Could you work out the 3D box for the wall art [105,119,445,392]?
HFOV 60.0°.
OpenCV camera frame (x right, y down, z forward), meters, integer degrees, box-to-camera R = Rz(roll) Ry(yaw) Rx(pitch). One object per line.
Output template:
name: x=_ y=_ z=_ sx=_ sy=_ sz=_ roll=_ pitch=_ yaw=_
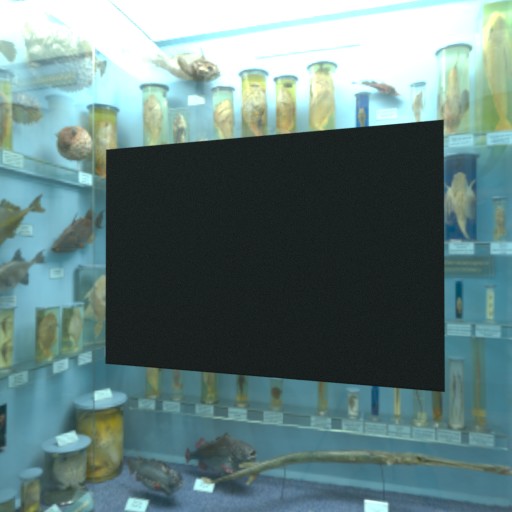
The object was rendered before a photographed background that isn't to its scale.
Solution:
wall art: x=0.000 y=0.000 z=1.223 sx=0.958 sy=0.656 sz=0.026 roll=0 pitch=-1 yaw=18
